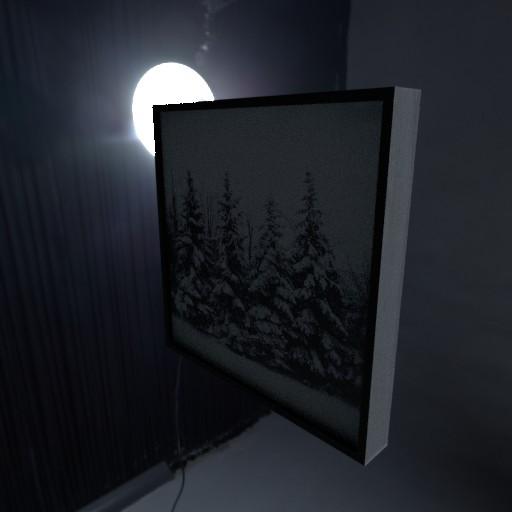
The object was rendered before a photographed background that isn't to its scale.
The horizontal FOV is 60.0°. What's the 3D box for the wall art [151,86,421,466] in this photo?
[{"bbox_3d":[0.000,0.000,0.456,0.037,0.305,0.305,-15,22,-42],"label":"wall art"}]
